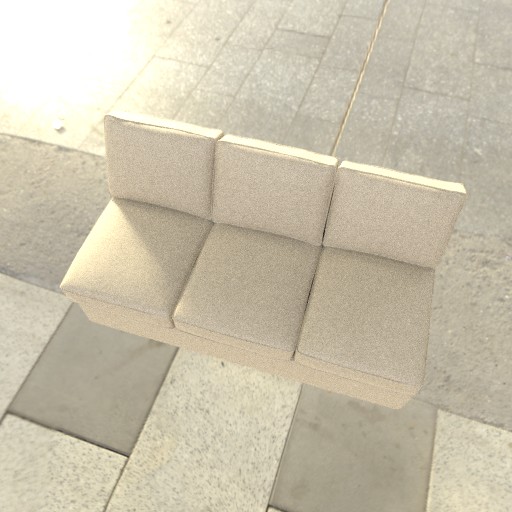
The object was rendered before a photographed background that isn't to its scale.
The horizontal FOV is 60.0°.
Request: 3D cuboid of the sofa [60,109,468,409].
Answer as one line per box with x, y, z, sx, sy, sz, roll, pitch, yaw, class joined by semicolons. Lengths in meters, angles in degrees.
0.000;0.000;2.486;1.962;0.973;1.027;14;58;9;sofa
